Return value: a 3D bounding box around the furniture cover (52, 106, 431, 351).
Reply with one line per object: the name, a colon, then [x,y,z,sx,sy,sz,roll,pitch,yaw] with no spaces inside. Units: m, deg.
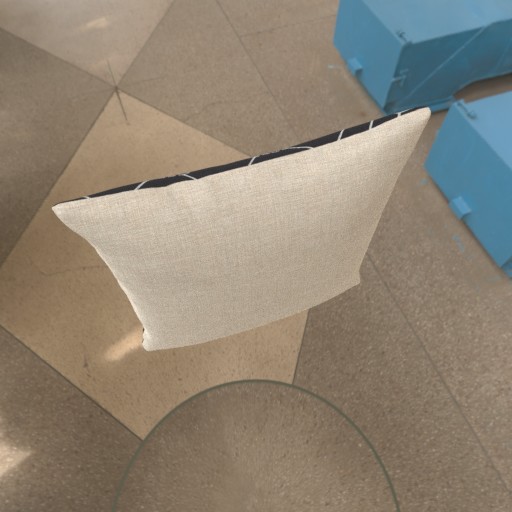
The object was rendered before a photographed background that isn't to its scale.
furniture cover: [0.000,0.000,0.786,0.517,0.508,0.158,-17,60,-10]
